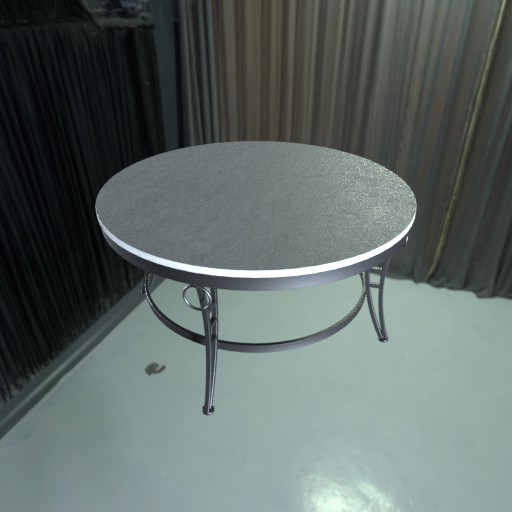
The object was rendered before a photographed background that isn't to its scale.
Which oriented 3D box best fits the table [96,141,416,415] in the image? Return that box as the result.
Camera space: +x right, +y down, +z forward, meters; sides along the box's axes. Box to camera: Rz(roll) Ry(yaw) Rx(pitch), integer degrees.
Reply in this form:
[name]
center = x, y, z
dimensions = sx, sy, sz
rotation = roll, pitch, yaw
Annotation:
[table]
center = 0.000, 0.000, 1.407
dimensions = 0.889, 0.470, 0.889
rotation = 0, 31, 0
